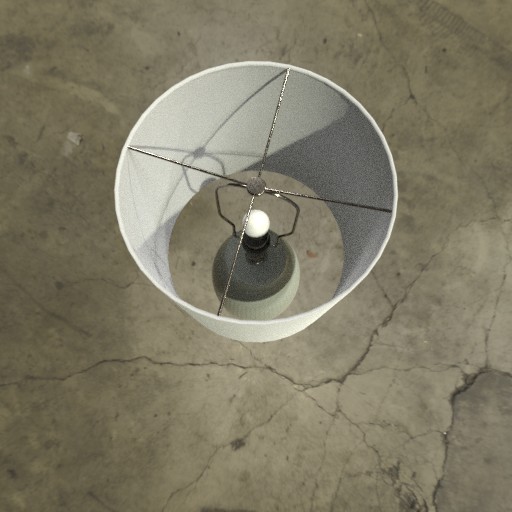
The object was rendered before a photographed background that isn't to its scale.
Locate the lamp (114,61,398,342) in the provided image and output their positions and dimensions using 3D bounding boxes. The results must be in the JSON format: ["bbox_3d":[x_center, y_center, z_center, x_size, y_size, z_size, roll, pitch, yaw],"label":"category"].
[{"bbox_3d":[0.000,0.000,0.558,0.217,0.453,0.217,14,76,4],"label":"lamp"}]
